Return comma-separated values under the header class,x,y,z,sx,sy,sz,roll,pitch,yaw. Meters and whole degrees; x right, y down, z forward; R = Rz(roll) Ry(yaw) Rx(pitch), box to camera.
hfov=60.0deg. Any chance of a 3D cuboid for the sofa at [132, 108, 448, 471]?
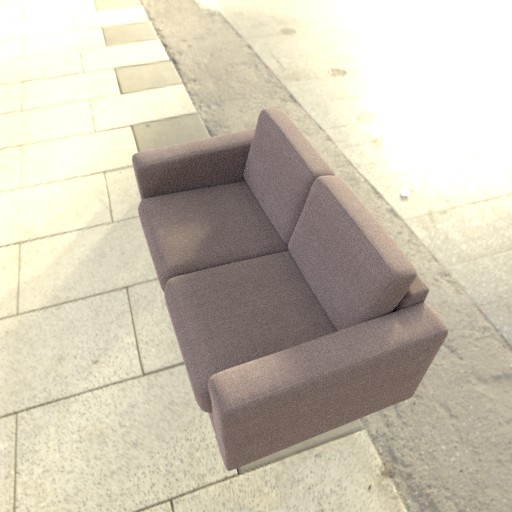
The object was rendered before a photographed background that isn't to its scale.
class,x,y,z,sx,sy,sz,roll,pitch,yaw
sofa,0.000,0.000,2.053,0.900,0.800,1.520,-16,49,-14
